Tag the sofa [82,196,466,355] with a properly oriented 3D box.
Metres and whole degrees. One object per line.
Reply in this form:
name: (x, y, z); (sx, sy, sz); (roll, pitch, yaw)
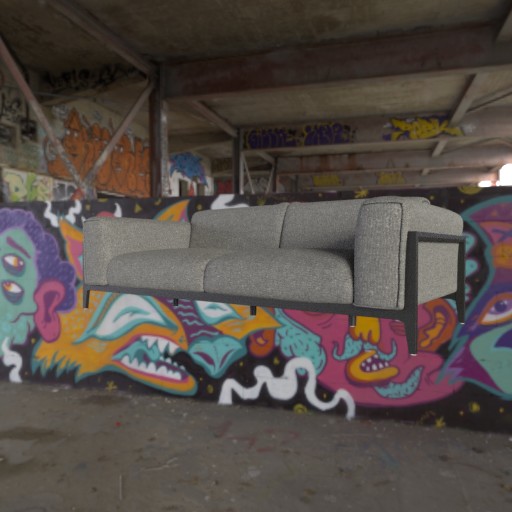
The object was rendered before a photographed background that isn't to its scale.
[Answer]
sofa: (0.000, 0.000, 2.619); (2.125, 0.703, 0.985); (1, 1, 36)
